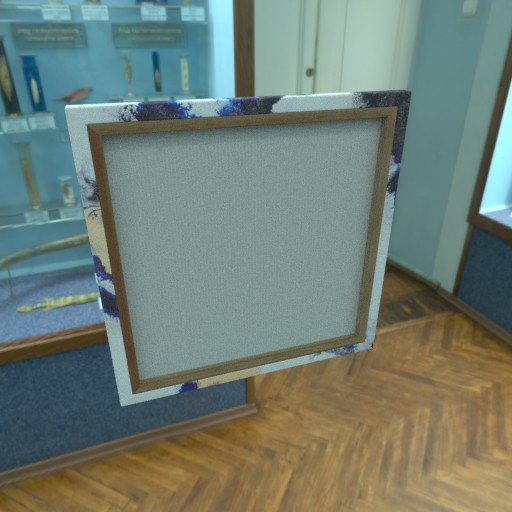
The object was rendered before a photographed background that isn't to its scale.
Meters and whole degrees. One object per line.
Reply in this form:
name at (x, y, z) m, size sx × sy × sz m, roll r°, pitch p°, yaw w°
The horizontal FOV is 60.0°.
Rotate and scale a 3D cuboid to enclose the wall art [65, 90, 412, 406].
wall art at (0.000, 0.000, 1.302) m, size 0.887 × 0.885 × 0.038 m, roll -9°, pitch 29°, yaw -16°
